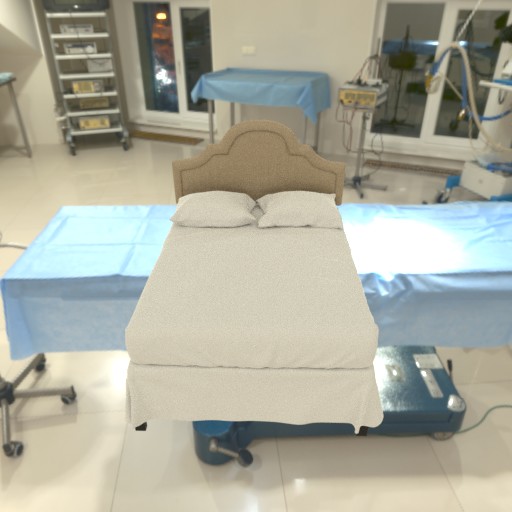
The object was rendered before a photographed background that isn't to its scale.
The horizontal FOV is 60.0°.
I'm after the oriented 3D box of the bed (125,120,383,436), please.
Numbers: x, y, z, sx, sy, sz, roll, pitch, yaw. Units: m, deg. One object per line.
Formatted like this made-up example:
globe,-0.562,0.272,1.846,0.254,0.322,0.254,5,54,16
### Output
bed,0.000,0.000,3.459,1.780,1.634,2.222,1,31,1
